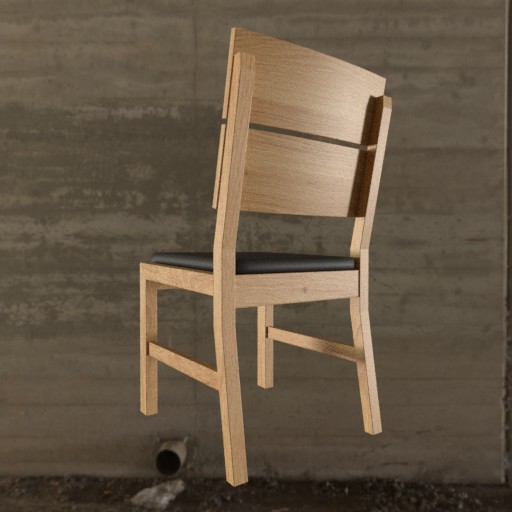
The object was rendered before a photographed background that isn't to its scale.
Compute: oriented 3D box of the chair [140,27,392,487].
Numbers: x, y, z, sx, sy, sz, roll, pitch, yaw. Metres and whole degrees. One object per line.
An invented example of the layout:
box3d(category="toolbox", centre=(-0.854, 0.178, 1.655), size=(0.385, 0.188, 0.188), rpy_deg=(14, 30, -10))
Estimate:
box3d(category="chair", centre=(0.000, 0.000, 1.259), size=(0.475, 0.950, 0.569), rpy_deg=(-1, 1, -36))
